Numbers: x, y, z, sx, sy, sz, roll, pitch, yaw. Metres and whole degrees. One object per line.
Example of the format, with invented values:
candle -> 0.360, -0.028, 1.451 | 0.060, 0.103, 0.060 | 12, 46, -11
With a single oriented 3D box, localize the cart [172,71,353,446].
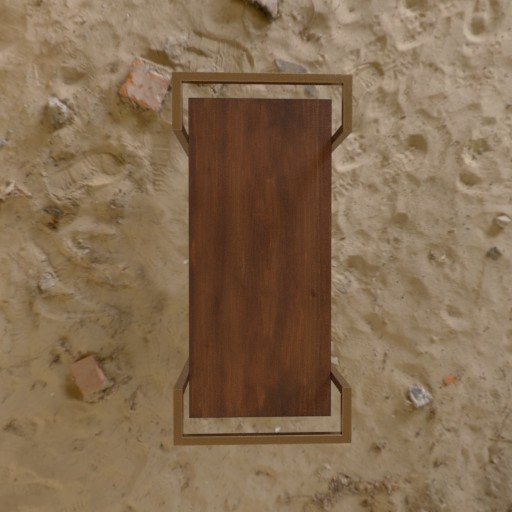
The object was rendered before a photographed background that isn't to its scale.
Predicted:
cart -> 0.000, 0.000, 1.216 | 0.364, 0.807, 0.695 | 0, 91, -2
